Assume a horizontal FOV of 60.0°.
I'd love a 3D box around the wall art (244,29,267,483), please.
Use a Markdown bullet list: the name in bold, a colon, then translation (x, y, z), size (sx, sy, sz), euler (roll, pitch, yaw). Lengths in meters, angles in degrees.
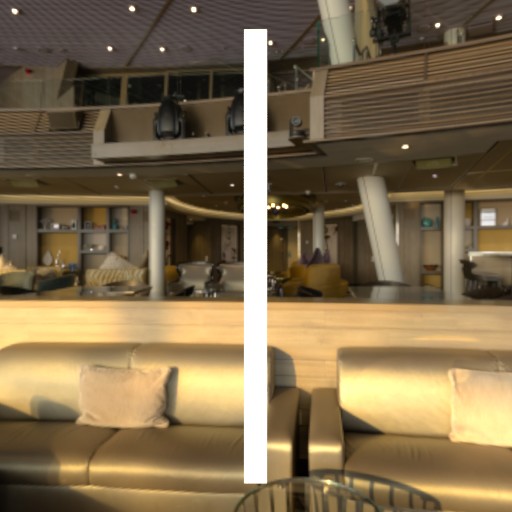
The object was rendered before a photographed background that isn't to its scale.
- **wall art**: translation (0.000, 0.000, 1.125), size (0.038, 0.762, 0.762), euler (0, 0, 0)
